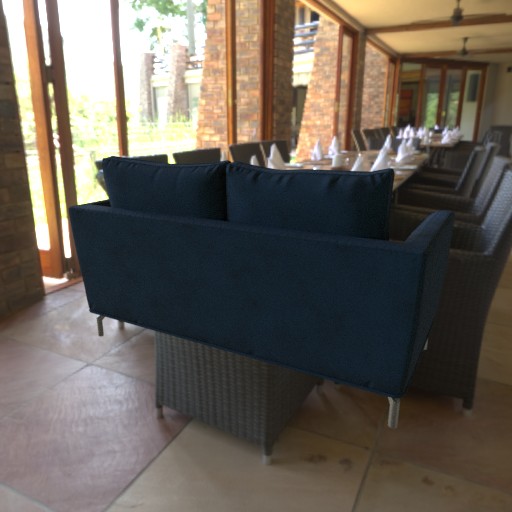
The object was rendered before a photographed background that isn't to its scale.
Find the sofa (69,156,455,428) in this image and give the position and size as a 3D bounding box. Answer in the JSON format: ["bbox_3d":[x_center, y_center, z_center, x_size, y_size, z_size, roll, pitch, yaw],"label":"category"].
[{"bbox_3d":[0.000,0.000,2.298,1.770,1.002,0.853,9,19,28],"label":"sofa"}]
